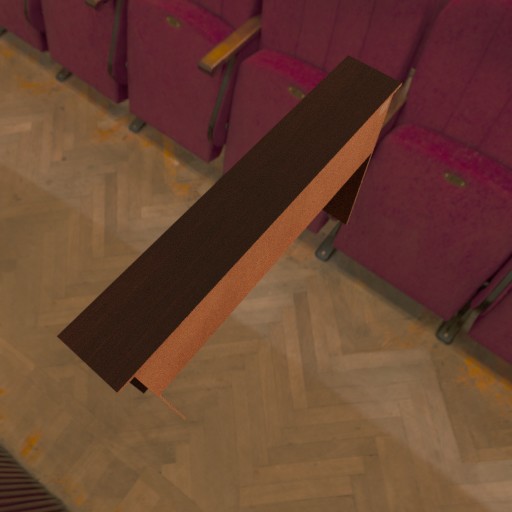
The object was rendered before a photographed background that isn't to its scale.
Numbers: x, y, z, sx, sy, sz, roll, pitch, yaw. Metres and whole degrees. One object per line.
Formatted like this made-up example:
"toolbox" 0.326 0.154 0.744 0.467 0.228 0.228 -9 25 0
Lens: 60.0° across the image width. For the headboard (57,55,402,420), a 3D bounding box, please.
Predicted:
"headboard" 0.000 0.000 2.148 0.279 1.092 1.671 36 68 17
